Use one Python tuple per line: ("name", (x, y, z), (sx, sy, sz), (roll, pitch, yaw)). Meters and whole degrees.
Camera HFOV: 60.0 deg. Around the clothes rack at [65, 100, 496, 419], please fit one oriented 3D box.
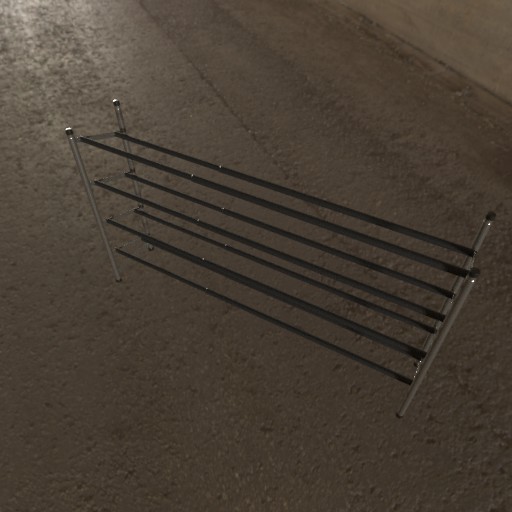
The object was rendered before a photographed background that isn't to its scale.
("clothes rack", (0.000, 0.000, 1.406), (1.168, 0.672, 0.229), (22, 50, 20))
